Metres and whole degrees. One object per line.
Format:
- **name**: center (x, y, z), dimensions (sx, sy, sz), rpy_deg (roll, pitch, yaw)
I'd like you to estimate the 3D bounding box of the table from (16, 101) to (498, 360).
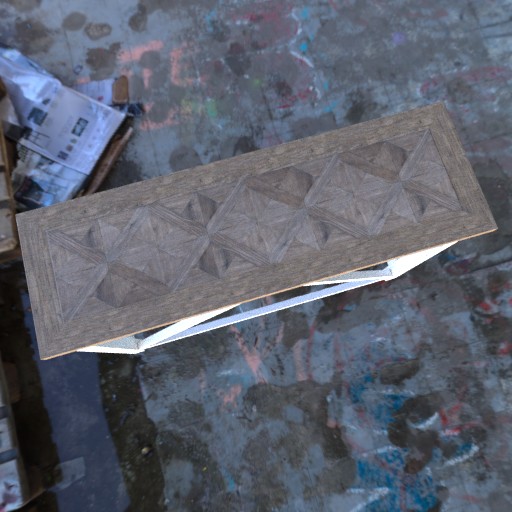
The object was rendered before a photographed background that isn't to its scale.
- **table**: center (0.000, 0.000, 1.801), dimensions (1.400, 0.930, 0.450), rpy_deg (-16, 77, -4)
